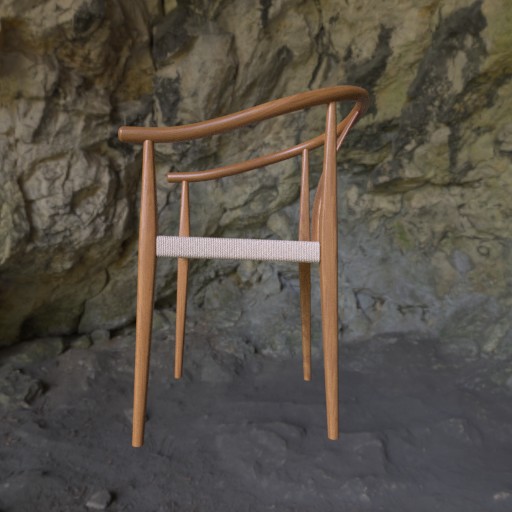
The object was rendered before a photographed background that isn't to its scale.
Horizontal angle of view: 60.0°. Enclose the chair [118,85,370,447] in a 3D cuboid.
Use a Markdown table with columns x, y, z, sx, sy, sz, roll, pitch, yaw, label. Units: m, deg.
| x | y | z | sx | sy | sz | roll | pitch | yaw | label |
| --- | --- | --- | --- | --- | --- | --- | --- | --- | --- |
| 0.000 | 0.000 | 1.193 | 0.579 | 0.800 | 0.556 | 0 | 0 | -1 | chair |
